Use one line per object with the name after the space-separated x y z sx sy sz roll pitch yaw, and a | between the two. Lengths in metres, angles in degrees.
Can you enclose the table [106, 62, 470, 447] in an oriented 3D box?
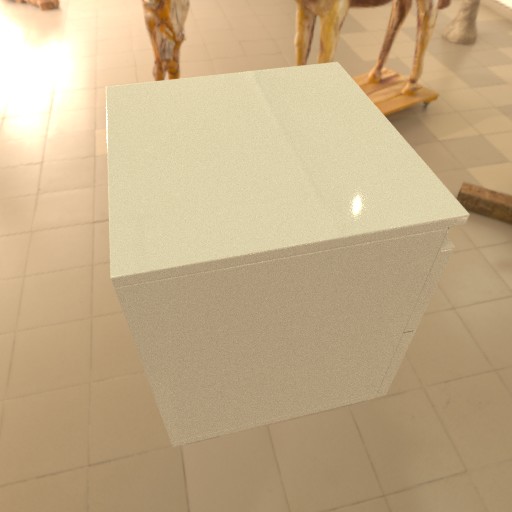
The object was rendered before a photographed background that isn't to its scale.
0.000 0.000 0.783 0.400 0.470 0.420 -10 48 -9 | table
